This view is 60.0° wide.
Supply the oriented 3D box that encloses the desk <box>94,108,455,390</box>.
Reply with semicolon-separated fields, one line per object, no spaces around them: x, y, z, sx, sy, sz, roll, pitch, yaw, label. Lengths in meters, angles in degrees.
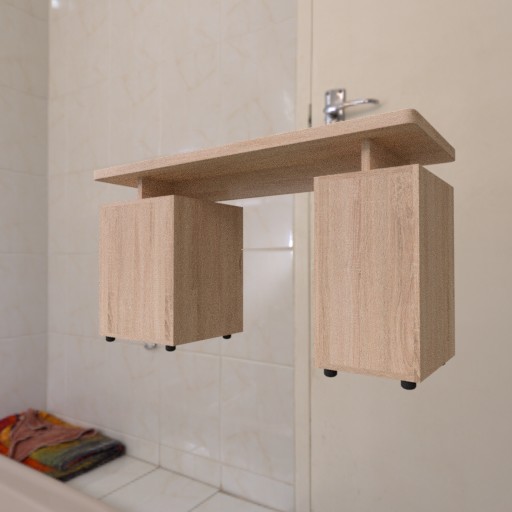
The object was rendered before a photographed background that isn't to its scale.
0.000;0.000;1.784;1.400;0.760;0.550;-1;-1;35;desk
